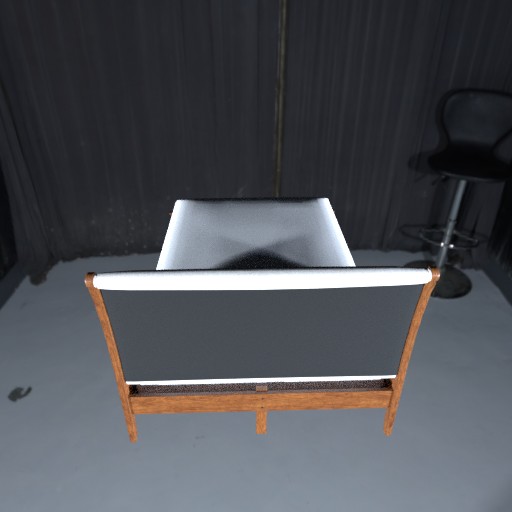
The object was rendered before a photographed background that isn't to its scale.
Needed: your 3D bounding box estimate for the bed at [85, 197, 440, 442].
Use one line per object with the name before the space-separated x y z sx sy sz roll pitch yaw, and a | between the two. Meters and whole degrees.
bed | 0.000 0.000 3.240 1.612 1.250 2.380 -1 32 -2
